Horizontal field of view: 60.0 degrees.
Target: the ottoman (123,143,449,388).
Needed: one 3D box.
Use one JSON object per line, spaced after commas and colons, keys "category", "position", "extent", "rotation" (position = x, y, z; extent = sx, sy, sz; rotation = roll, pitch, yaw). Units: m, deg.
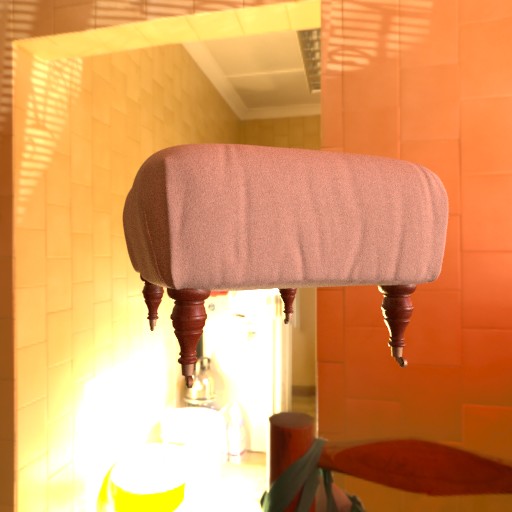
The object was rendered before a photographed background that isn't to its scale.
{"category": "ottoman", "position": [0.000, 0.000, 1.117], "extent": [0.622, 0.450, 0.746], "rotation": [0, 0, -19]}
